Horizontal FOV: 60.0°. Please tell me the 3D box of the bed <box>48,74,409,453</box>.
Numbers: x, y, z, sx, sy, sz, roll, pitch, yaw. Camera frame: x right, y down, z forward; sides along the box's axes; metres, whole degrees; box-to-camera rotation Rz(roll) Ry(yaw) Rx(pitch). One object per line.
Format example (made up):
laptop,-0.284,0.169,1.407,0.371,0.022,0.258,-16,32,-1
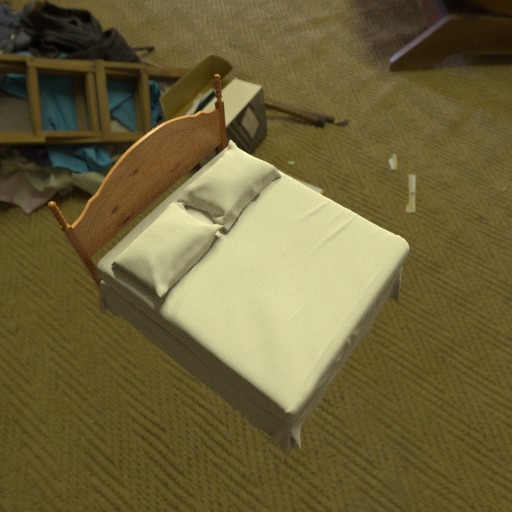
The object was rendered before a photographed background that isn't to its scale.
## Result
bed,0.000,0.000,3.337,2.040,1.356,1.873,33,63,19
